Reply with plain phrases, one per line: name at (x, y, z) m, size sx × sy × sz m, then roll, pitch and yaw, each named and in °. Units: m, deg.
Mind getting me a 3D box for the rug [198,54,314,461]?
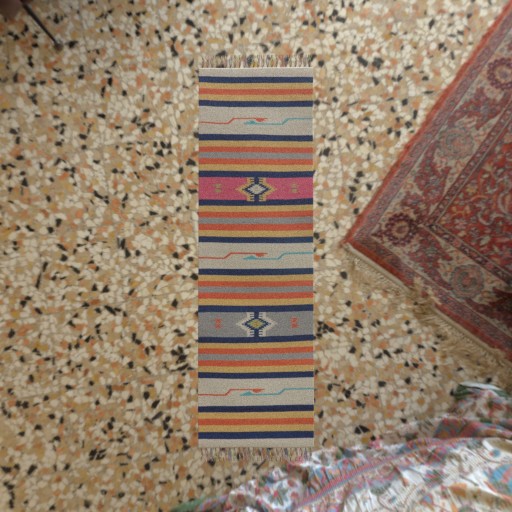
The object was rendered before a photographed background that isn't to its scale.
rug at (0.000, 0.000, 2.671) m, size 0.695 × 0.017 × 2.455 m, roll 0°, pitch 89°, yaw 0°
